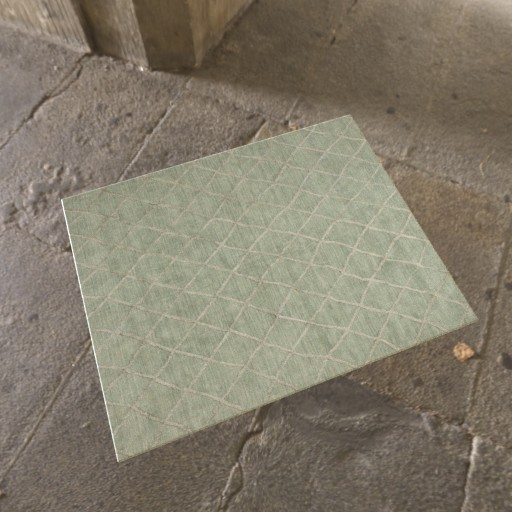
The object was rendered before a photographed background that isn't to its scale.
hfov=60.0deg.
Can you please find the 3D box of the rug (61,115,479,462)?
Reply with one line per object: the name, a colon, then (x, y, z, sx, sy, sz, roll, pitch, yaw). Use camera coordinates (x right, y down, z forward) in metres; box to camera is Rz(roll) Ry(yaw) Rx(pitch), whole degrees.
rug: (0.000, 0.000, 3.943, 3.039, 0.019, 2.420, -19, 65, -9)
